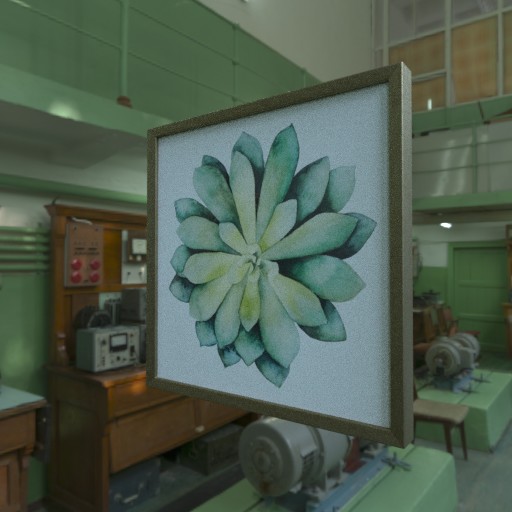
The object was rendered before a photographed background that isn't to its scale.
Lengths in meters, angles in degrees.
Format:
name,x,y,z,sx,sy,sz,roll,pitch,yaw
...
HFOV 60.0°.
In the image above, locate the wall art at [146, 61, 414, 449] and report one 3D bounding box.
name,x,y,z,sx,sy,sz,roll,pitch,yaw
wall art,0.000,0.000,0.741,0.503,0.506,0.040,-1,-1,36
